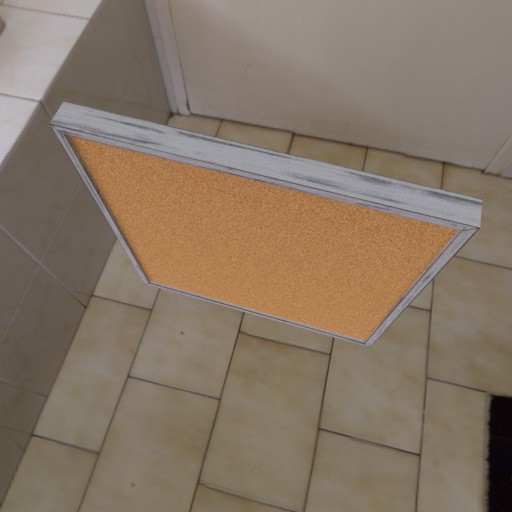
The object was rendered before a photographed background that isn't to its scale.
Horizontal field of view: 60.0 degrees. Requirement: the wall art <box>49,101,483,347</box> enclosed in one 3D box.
[{"bbox_3d":[0.000,0.000,0.735,0.506,0.506,0.038,15,65,7],"label":"wall art"}]
